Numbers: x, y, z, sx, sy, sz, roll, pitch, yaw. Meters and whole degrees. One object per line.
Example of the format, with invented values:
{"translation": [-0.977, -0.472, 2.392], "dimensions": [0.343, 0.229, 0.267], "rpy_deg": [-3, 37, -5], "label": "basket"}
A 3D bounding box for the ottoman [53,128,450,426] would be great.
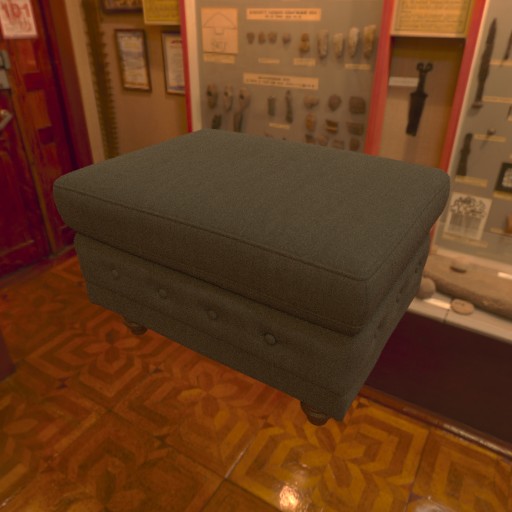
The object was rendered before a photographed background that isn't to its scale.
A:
{"translation": [0.000, 0.000, 1.133], "dimensions": [0.771, 0.500, 0.569], "rpy_deg": [18, 35, 28], "label": "ottoman"}
